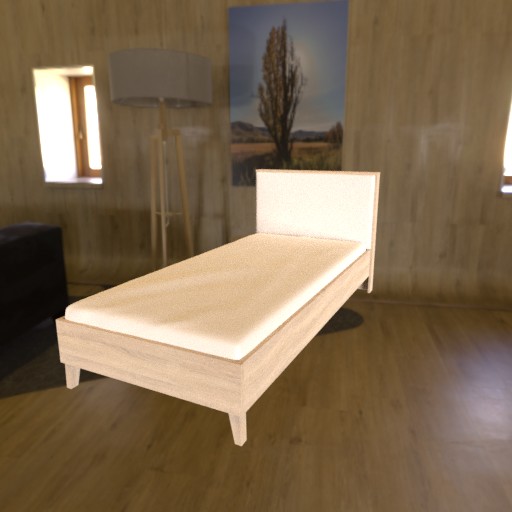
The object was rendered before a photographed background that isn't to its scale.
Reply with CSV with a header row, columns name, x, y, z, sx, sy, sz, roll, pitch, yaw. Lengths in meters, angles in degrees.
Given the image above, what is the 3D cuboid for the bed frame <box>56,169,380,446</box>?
name,x,y,z,sx,sy,sz,roll,pitch,yaw
bed frame,0.000,0.000,2.697,0.990,0.920,2.140,7,16,26
